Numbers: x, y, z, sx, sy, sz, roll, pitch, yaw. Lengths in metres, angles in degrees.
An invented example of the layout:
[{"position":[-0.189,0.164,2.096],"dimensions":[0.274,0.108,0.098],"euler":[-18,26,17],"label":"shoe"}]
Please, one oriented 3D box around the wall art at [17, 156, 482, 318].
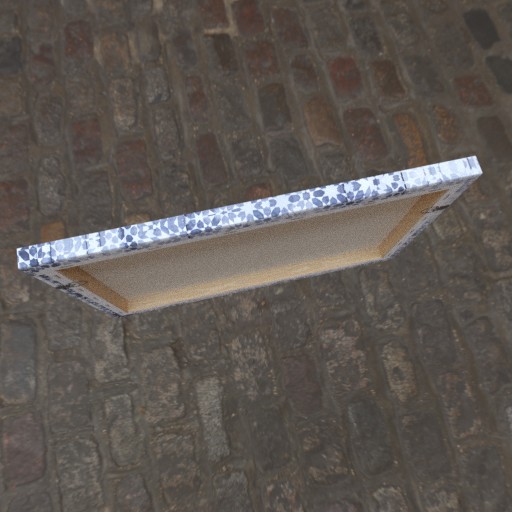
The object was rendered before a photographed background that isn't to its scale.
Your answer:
[{"position":[0.000,0.000,0.763],"dimensions":[0.608,0.406,0.030],"euler":[-12,74,-4],"label":"wall art"}]
